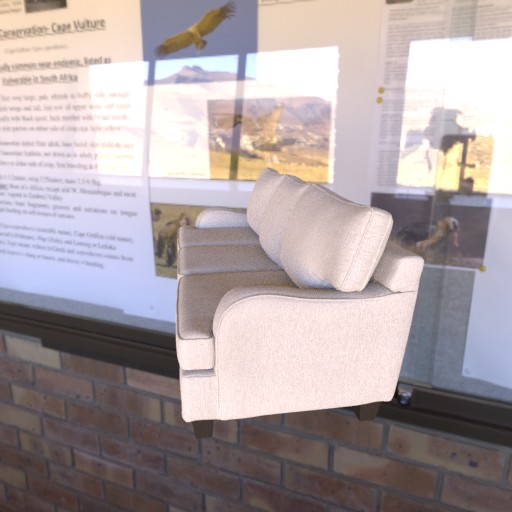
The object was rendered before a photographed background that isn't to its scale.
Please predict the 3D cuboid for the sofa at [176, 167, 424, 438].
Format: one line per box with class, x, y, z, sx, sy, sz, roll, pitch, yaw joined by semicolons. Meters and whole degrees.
sofa;0.000;0.000;2.868;1.016;0.991;2.323;-2;15;-9
